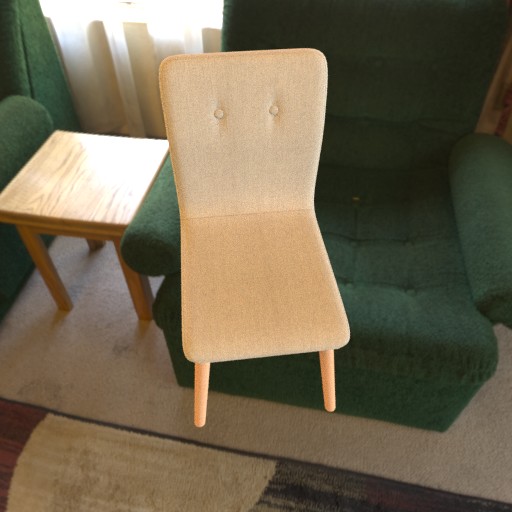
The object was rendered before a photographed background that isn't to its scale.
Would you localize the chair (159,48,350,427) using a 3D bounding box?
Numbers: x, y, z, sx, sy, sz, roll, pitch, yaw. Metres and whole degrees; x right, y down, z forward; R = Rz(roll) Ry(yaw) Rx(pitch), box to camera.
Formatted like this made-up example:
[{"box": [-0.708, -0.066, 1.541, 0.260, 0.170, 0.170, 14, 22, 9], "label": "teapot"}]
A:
[{"box": [0.000, 0.000, 1.204, 0.435, 0.885, 0.550, -5, 47, -5], "label": "chair"}]
